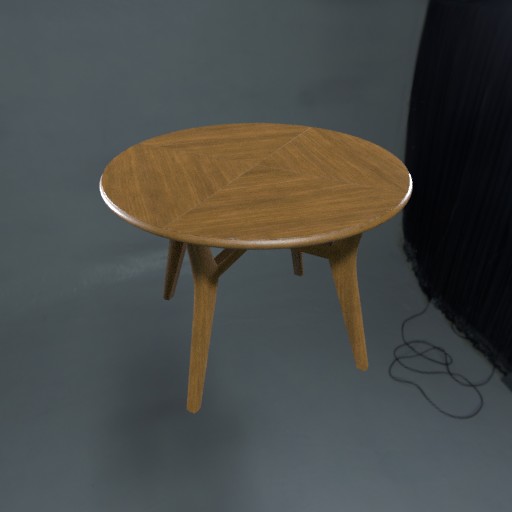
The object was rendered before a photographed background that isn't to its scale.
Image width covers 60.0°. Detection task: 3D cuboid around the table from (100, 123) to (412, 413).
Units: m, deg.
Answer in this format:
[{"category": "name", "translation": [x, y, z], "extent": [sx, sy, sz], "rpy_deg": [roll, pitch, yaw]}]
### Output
[{"category": "table", "translation": [0.000, 0.000, 1.755], "extent": [1.055, 0.757, 1.055], "rpy_deg": [0, 32, 0]}]
